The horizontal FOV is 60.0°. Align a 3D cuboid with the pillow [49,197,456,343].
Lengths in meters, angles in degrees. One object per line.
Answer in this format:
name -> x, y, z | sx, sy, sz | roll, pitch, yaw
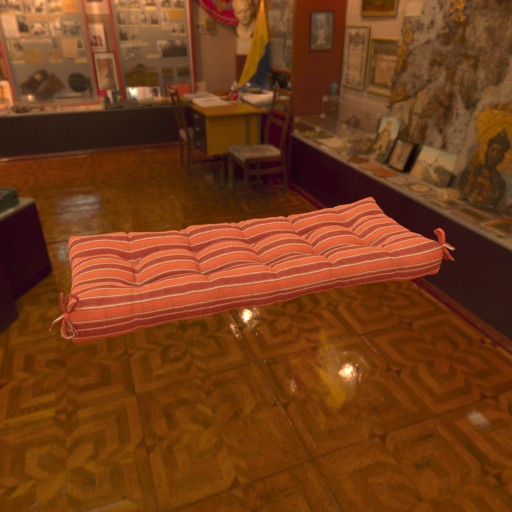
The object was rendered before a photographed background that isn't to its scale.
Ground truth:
pillow -> 0.000, 0.000, 1.389 | 1.194, 0.174, 0.511 | -9, 30, -16
